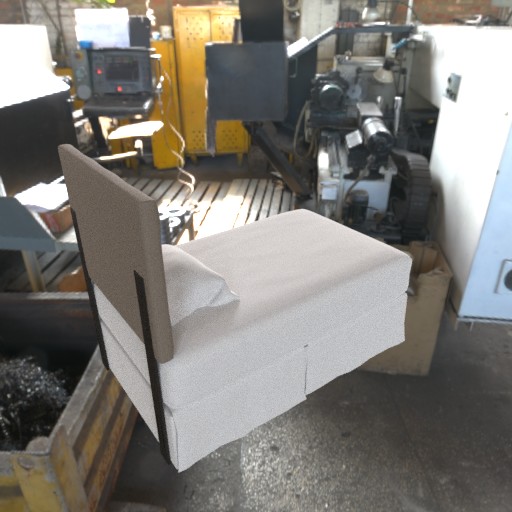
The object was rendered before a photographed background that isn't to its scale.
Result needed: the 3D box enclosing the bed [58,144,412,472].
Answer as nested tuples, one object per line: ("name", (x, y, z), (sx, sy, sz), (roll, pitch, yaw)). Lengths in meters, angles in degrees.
("bed", (0.000, 0.000, 2.985), (1.997, 1.571, 1.261), (-19, 34, -32))
